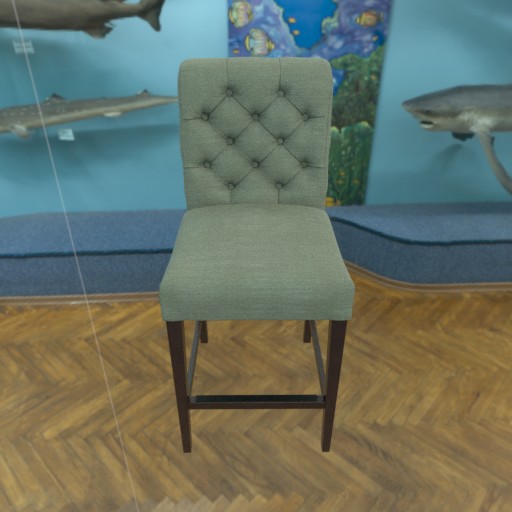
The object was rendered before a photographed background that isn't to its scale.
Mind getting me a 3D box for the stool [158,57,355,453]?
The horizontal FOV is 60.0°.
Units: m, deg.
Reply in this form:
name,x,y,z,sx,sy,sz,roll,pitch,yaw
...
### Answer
name,x,y,z,sx,sy,sz,roll,pitch,yaw
stool,0.000,0.000,1.398,0.486,1.084,0.660,0,31,0
